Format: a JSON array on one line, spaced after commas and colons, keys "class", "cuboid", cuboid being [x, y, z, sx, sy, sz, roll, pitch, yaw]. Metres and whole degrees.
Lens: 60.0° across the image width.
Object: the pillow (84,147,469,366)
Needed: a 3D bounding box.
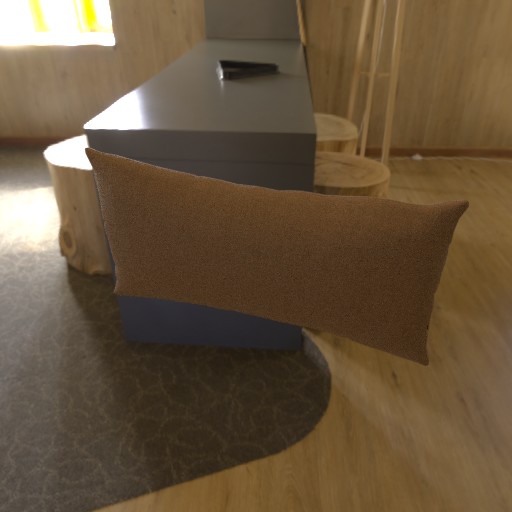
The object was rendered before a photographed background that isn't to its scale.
[{"class": "pillow", "cuboid": [0.000, 0.000, 0.744, 0.612, 0.308, 0.148, 10, 34, 16]}]
